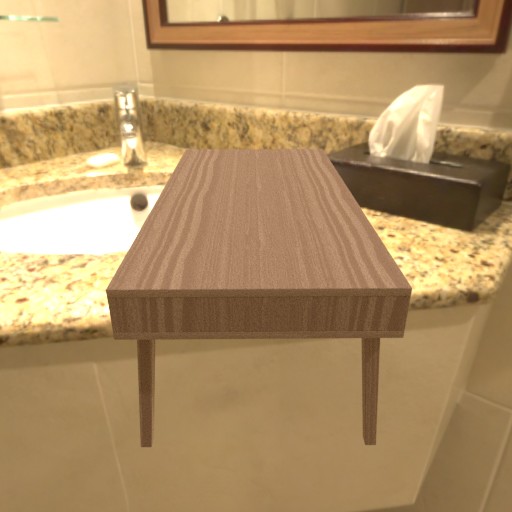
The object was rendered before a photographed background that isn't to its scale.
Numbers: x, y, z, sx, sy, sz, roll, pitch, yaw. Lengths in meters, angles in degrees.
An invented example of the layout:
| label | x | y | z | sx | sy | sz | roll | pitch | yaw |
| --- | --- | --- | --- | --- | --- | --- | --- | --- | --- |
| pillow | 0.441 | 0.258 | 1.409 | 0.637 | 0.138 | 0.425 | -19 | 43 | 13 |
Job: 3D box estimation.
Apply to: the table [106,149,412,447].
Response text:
| label | x | y | z | sx | sy | sz | roll | pitch | yaw |
| --- | --- | --- | --- | --- | --- | --- | --- | --- | --- |
| table | 0.000 | 0.000 | 1.501 | 0.600 | 0.450 | 1.200 | 0 | 26 | -1 |
